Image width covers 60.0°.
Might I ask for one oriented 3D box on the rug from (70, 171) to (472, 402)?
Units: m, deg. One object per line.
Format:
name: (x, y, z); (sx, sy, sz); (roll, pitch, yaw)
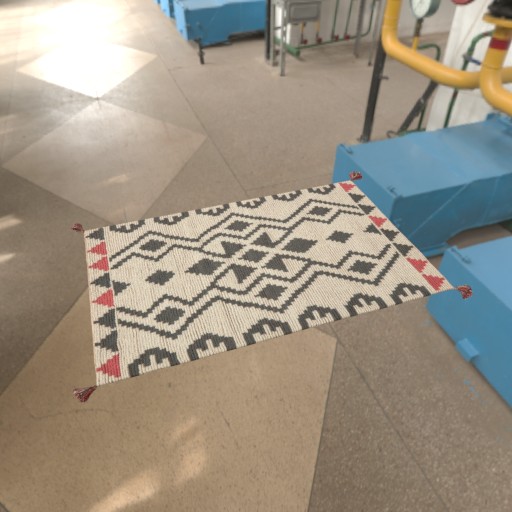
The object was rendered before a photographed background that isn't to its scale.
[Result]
rug: (0.000, 0.000, 3.342); (2.672, 0.066, 1.741); (-13, 42, -14)
